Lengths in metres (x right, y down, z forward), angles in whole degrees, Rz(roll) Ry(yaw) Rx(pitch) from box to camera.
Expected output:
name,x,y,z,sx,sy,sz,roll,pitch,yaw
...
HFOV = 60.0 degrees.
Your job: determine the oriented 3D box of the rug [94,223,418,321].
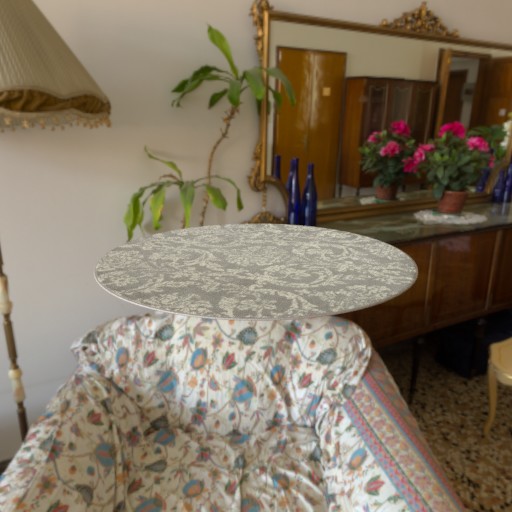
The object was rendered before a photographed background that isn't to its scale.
name,x,y,z,sx,sy,sz,roll,pitch,yaw
rug,0.000,0.000,2.306,1.593,0.012,1.593,0,16,0
